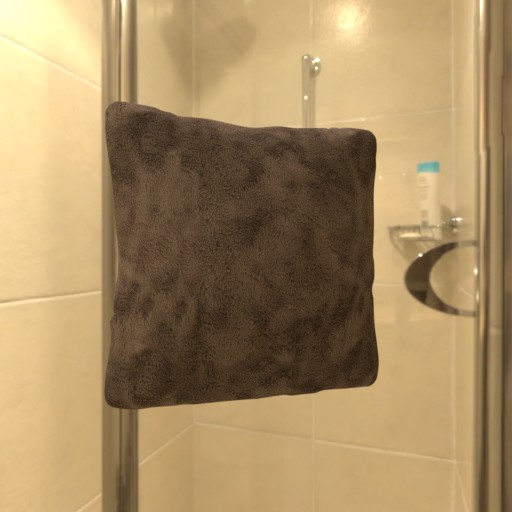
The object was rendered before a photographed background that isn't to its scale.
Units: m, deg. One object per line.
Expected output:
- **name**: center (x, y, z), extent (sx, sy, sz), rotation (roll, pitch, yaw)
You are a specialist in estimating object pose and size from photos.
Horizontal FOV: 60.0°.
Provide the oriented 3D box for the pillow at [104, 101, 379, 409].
- **pillow**: center (0.000, 0.000, 0.806), extent (0.522, 0.520, 0.204), rotation (0, 0, -17)
